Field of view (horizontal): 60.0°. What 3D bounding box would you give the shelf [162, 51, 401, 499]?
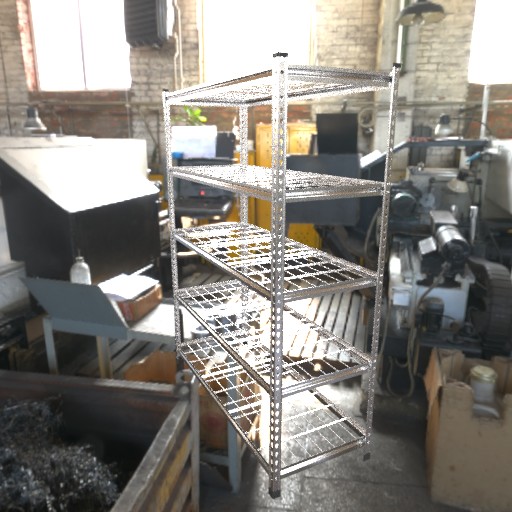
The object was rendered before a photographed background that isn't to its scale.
[{"bbox_3d":[0.000,0.000,2.655,0.610,1.981,1.524,-8,17,-26],"label":"shelf"}]
